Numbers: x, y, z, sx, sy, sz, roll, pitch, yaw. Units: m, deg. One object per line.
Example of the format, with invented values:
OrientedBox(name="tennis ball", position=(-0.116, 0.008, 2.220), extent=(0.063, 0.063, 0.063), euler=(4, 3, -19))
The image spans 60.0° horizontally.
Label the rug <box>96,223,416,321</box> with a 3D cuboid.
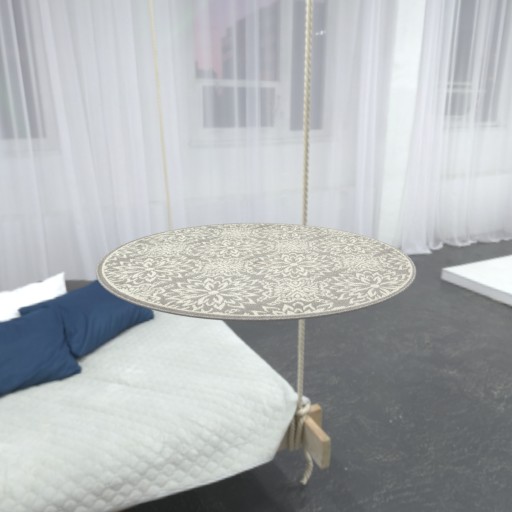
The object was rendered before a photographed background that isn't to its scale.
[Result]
OrientedBox(name="rug", position=(0.000, 0.000, 2.330), extent=(1.593, 0.012, 1.593), euler=(0, 17, 0))
